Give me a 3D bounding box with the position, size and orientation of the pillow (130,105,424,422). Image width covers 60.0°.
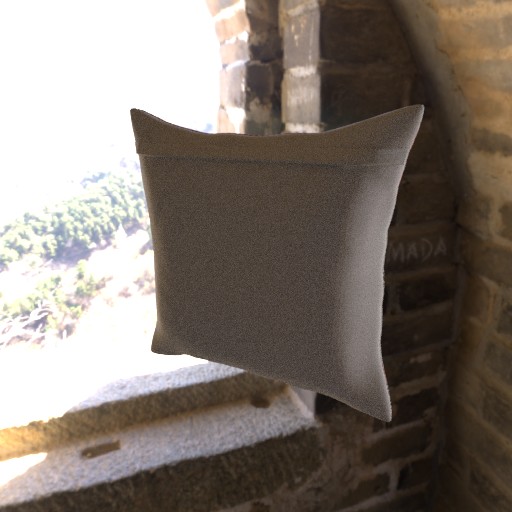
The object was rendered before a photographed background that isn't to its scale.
[{"bbox_3d":[0.000,0.000,0.707,0.463,0.454,0.160,9,19,26],"label":"pillow"}]
